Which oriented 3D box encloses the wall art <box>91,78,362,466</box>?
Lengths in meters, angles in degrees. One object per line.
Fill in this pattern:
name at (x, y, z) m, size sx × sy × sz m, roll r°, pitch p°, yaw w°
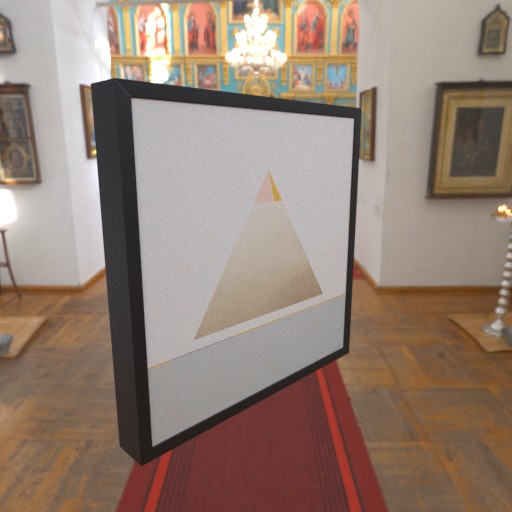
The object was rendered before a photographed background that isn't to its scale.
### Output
wall art at (0.000, 0.000, 0.450) m, size 0.304 × 0.303 × 0.037 m, roll -13°, pitch 18°, yaw -43°
